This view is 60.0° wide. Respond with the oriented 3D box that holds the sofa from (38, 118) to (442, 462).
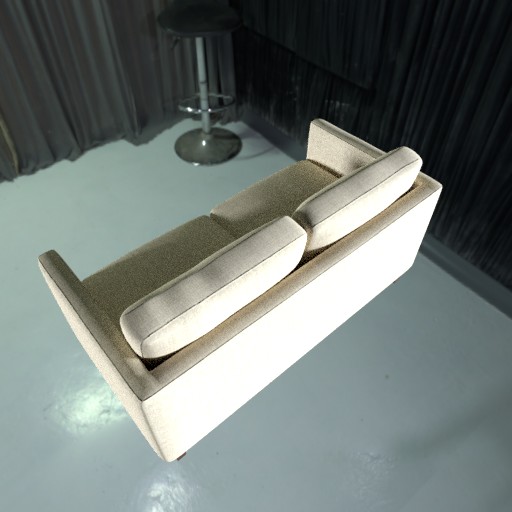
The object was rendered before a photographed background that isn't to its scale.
[{"bbox_3d":[0.000,0.000,2.381,1.884,0.963,0.950,-32,55,-26],"label":"sofa"}]
